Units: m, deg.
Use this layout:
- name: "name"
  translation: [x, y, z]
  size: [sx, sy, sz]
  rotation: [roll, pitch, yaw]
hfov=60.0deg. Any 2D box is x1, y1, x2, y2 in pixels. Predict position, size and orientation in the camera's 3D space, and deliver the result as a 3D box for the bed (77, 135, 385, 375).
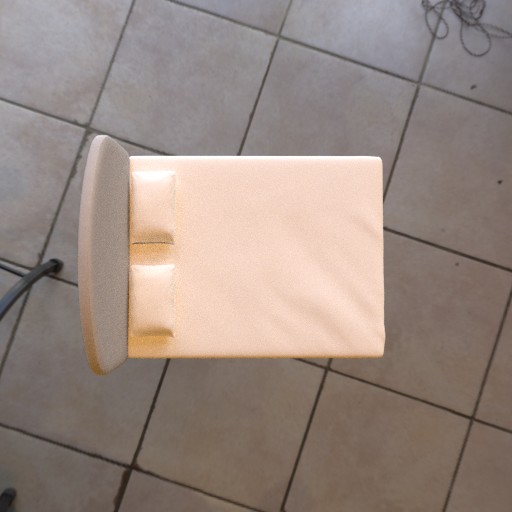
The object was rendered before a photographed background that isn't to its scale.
- name: "bed"
  translation: [0.000, 0.000, 3.167]
  size: [2.005, 1.410, 1.607]
  rotation: [0, 88, 0]
